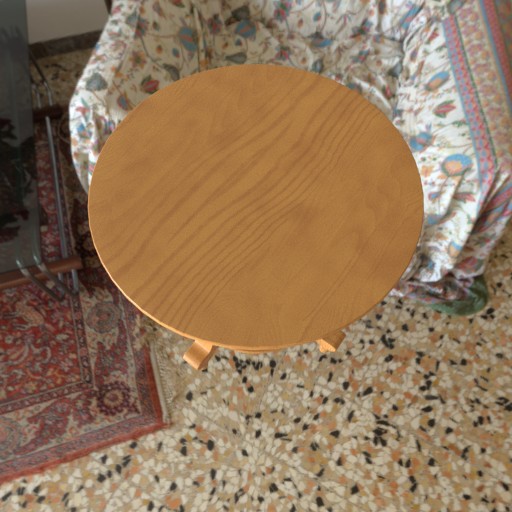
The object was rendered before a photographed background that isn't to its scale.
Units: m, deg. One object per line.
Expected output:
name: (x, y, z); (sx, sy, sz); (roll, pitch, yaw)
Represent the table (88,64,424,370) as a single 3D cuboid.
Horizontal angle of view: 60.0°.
table: (0.000, 0.000, 1.071); (0.597, 0.612, 0.597); (0, 65, 0)
